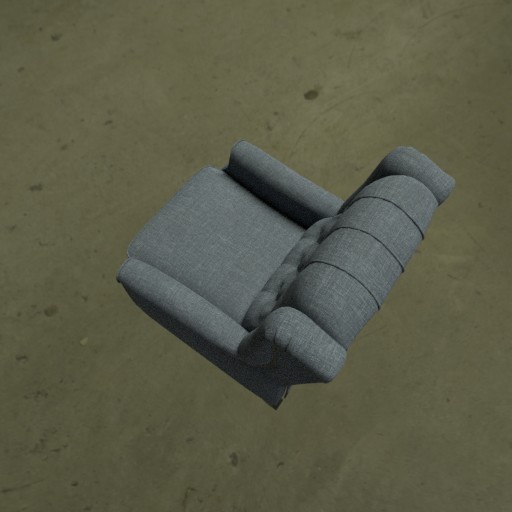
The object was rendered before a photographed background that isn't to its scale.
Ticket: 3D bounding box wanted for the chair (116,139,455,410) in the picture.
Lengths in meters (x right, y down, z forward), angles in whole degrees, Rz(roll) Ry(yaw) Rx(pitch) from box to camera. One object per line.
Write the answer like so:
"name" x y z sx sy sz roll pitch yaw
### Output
"chair" 0.000 0.000 1.603 0.898 1.035 0.742 33 68 15
